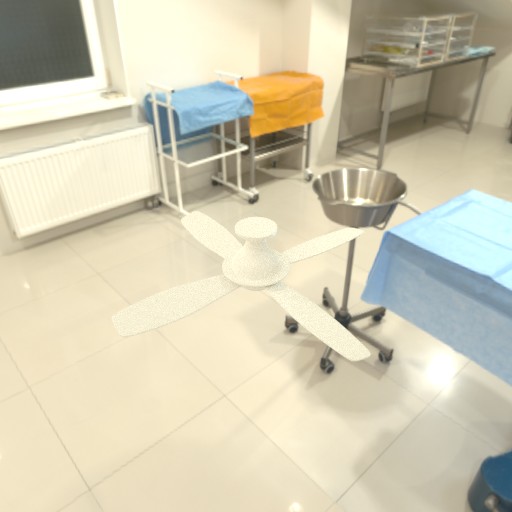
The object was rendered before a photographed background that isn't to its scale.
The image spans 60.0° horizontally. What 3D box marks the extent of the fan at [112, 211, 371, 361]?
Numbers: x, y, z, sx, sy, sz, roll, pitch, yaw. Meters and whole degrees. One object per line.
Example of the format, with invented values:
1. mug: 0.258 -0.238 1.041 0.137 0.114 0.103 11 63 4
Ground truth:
1. fan: 0.000 0.000 2.532 1.693 0.382 1.694 -21 39 -29
